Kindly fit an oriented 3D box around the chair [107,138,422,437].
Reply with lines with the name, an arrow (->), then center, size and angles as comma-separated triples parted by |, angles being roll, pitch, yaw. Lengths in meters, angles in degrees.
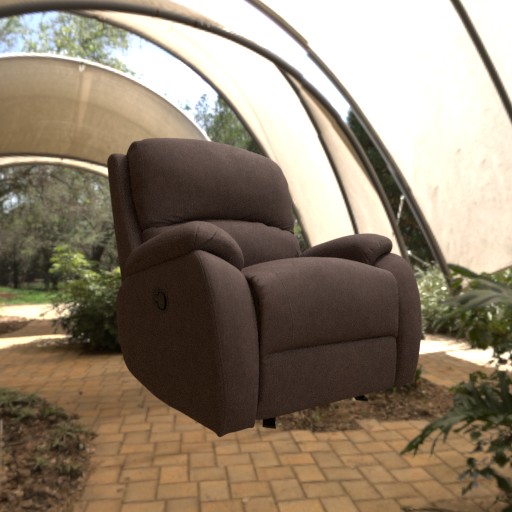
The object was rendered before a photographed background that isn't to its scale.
chair -> 0.000, 0.000, 1.711 | 0.930, 1.011, 0.899 | 0, -1, -37
